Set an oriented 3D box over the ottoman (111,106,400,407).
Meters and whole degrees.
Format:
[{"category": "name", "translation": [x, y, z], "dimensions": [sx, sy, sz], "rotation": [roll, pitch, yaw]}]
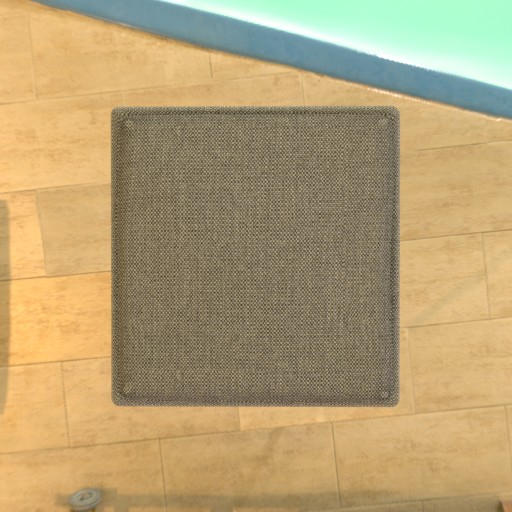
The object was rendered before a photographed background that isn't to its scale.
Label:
[{"category": "ottoman", "translation": [0.000, 0.000, 0.834], "dimensions": [0.436, 0.487, 0.454], "rotation": [0, 90, 0]}]
